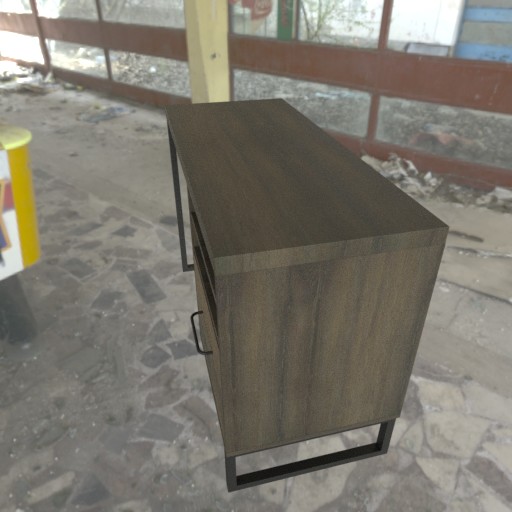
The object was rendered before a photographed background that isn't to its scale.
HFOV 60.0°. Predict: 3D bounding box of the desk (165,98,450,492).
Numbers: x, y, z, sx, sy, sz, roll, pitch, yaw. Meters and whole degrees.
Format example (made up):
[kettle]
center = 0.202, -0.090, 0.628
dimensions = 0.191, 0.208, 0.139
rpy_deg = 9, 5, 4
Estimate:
[desk]
center = 0.000, 0.000, 1.492
dimensions = 0.511, 0.752, 1.134
rpy_deg = -8, 33, -12
